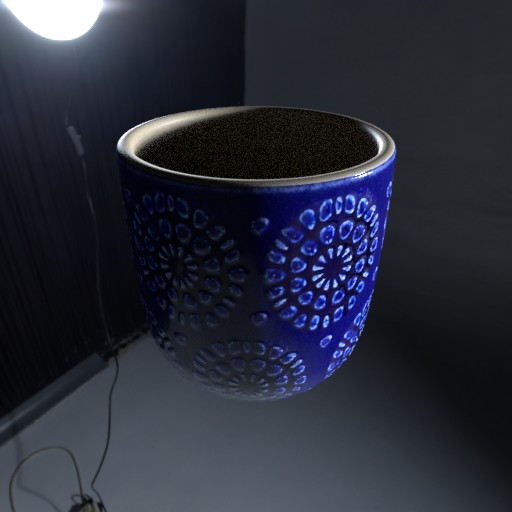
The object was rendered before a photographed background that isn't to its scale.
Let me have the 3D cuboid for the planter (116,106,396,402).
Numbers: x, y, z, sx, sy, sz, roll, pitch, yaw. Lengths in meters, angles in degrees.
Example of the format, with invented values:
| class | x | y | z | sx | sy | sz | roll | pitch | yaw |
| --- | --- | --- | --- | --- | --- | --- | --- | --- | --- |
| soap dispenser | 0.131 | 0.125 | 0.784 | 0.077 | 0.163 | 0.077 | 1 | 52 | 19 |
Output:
| class | x | y | z | sx | sy | sz | roll | pitch | yaw |
| --- | --- | --- | --- | --- | --- | --- | --- | --- | --- |
| planter | 0.000 | 0.000 | 0.204 | 0.109 | 0.112 | 0.109 | 0 | 30 | 0 |
